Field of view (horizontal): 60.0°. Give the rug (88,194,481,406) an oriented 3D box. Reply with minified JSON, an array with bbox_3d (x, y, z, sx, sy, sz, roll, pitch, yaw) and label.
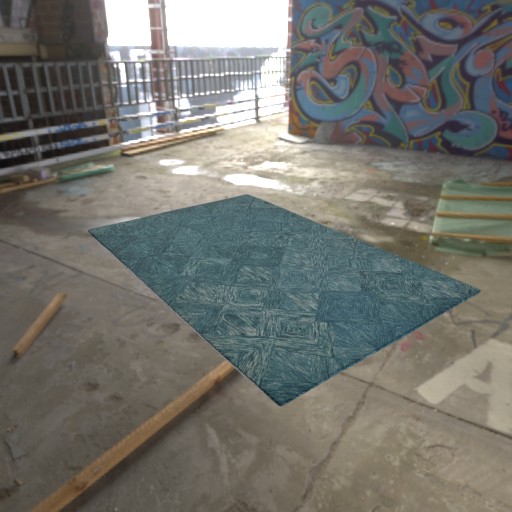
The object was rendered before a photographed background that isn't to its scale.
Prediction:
[{"bbox_3d":[0.000,0.000,2.220,1.136,0.017,1.728,-18,31,-33],"label":"rug"}]
